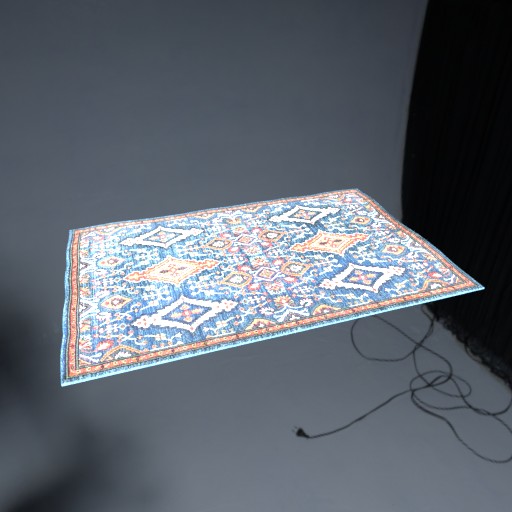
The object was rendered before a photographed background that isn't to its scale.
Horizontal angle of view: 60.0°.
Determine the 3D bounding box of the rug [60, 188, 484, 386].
[{"bbox_3d":[0.000,0.000,2.274,1.847,0.014,1.195,-10,34,-15],"label":"rug"}]
